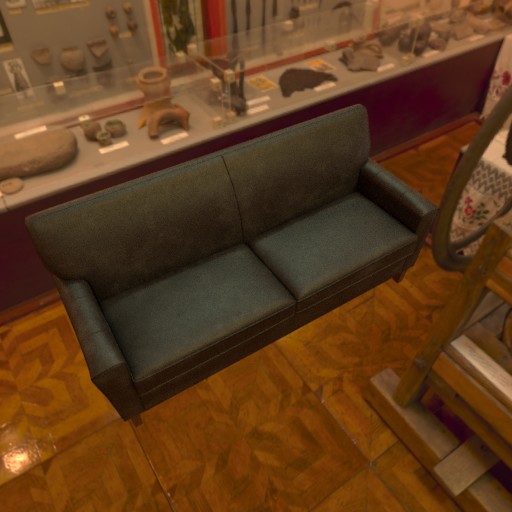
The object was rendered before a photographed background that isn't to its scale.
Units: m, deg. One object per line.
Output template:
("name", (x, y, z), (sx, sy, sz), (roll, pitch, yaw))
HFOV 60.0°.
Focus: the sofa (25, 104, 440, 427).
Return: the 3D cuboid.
("sofa", (0.000, 0.000, 2.513), (2.053, 0.947, 0.805), (-24, 52, -21))
